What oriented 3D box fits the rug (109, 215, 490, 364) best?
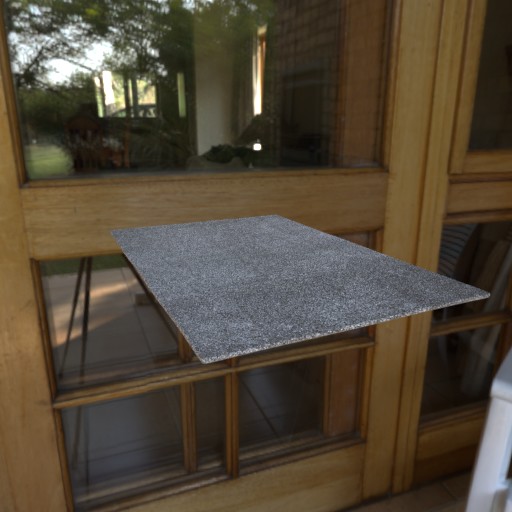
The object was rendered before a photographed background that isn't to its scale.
[{"bbox_3d":[0.000,0.000,3.422,1.802,0.026,2.699,-8,18,-25],"label":"rug"}]
